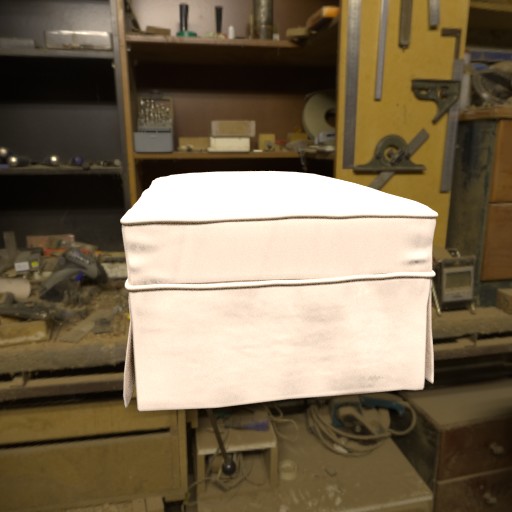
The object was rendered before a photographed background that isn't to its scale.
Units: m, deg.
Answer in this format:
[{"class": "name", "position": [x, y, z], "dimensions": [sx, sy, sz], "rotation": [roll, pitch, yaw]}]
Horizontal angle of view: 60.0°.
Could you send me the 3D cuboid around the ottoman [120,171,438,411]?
[{"class": "ottoman", "position": [0.000, 0.000, 1.337], "dimensions": [0.703, 0.479, 0.944], "rotation": [-2, 15, -9]}]
